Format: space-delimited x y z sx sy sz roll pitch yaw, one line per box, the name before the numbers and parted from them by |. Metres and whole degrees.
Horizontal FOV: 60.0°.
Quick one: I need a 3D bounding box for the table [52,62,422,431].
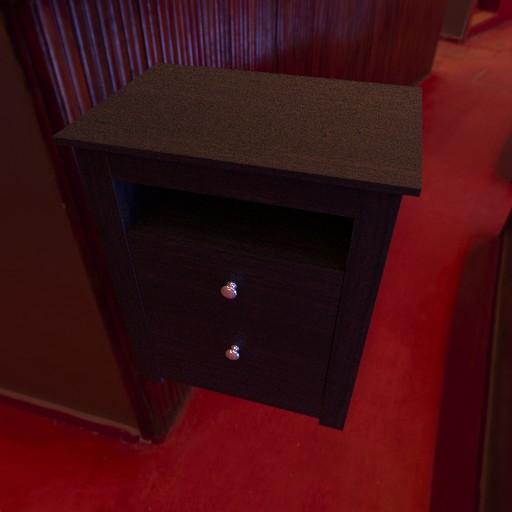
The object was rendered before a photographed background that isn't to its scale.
table | 0.000 0.000 1.051 0.591 0.711 0.406 11 42 12
